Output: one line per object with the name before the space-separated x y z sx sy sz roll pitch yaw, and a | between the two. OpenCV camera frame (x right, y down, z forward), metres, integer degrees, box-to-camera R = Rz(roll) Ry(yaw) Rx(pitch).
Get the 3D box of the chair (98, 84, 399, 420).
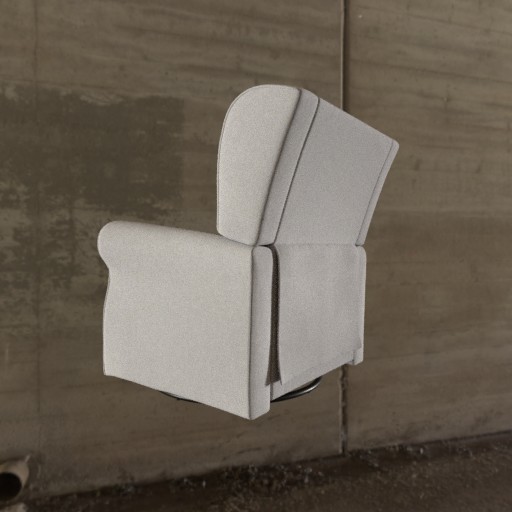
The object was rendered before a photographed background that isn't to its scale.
chair | 0.000 0.000 1.700 0.854 0.967 0.906 1 2 36
